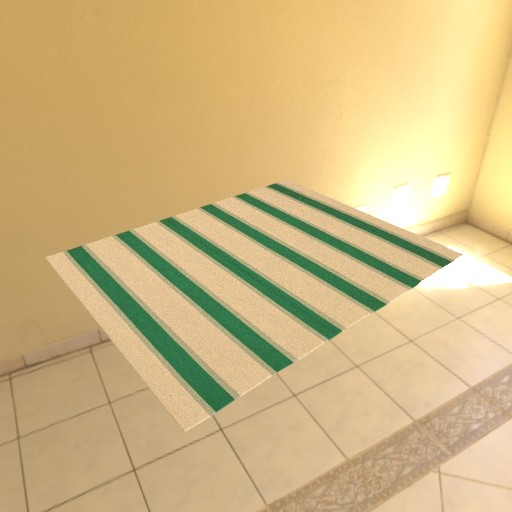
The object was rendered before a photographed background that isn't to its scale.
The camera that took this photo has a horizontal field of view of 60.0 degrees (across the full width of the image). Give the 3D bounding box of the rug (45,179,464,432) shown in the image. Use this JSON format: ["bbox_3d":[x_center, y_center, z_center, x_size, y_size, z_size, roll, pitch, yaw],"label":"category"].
[{"bbox_3d":[0.000,0.000,4.106,3.041,0.019,2.434,-23,38,-33],"label":"rug"}]
